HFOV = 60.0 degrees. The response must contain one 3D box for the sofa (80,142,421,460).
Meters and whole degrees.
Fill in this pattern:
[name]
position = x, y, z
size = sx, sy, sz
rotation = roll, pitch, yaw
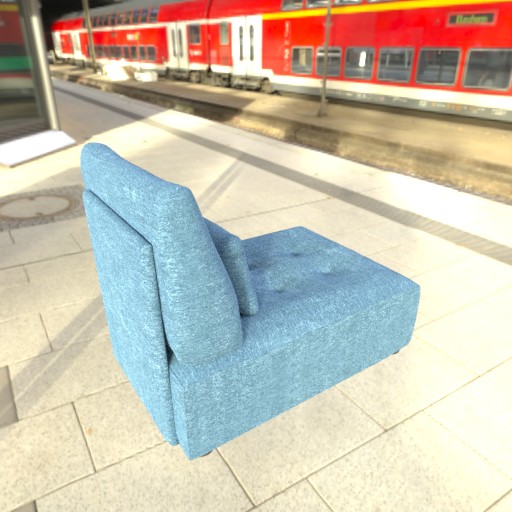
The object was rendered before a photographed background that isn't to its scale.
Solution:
[sofa]
position = 0.000, 0.000, 1.583
size = 1.000, 0.820, 0.700
rotation = -16, 30, -30
